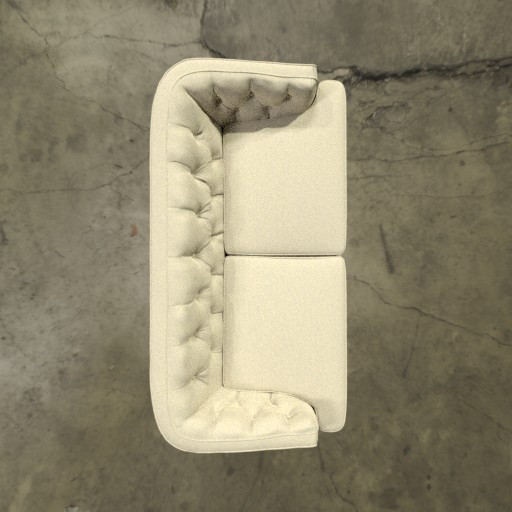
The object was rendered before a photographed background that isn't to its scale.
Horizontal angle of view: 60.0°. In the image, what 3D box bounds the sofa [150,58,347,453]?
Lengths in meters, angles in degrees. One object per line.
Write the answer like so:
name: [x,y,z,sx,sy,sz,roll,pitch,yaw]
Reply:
sofa: [0.000,0.000,2.257,0.941,0.855,1.733,0,90,0]
